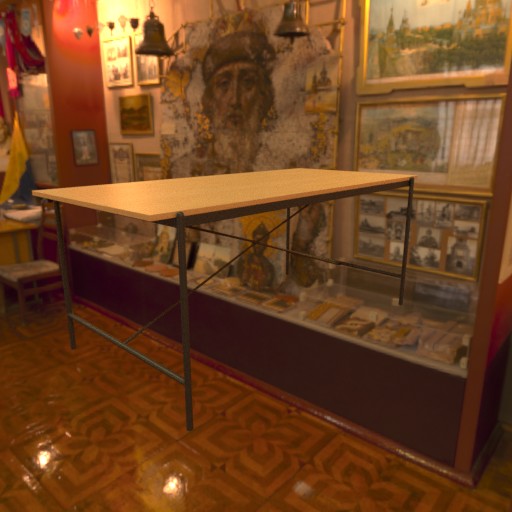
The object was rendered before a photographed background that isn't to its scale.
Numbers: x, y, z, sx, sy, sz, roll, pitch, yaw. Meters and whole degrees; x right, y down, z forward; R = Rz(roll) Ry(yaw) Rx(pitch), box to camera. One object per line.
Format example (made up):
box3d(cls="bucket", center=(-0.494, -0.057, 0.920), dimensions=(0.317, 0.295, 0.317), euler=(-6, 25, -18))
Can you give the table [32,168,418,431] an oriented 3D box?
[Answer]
box3d(cls="table", center=(0.000, 0.000, 2.284), dimensions=(0.900, 0.758, 1.800), euler=(14, 20, 41))
